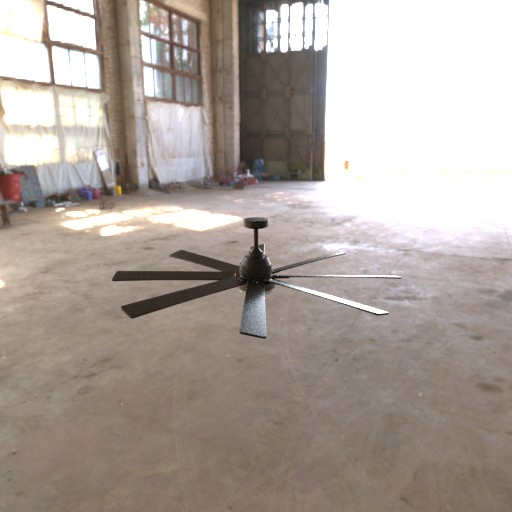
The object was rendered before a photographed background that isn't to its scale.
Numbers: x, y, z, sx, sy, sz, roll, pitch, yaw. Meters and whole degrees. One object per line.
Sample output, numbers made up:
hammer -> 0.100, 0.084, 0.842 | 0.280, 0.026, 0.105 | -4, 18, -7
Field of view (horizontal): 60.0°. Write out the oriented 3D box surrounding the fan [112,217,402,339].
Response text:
fan -> 0.000, 0.000, 2.815 | 1.830, 0.472, 1.830 | -13, 19, -43
